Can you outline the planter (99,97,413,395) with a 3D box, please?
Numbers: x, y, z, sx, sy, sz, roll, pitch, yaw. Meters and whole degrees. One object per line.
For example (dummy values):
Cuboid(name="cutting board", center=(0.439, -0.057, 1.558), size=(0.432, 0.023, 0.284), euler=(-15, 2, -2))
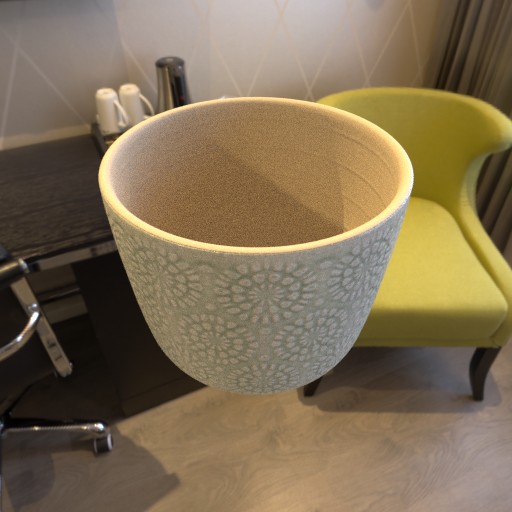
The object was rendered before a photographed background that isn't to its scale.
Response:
Cuboid(name="planter", center=(0.000, 0.000, 0.215), size=(0.124, 0.109, 0.124), euler=(0, 41, 0))
